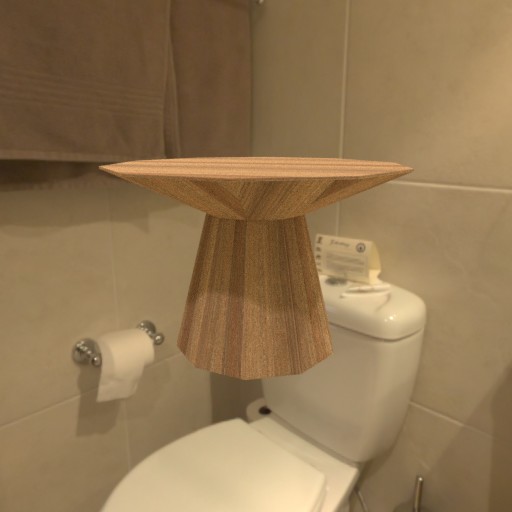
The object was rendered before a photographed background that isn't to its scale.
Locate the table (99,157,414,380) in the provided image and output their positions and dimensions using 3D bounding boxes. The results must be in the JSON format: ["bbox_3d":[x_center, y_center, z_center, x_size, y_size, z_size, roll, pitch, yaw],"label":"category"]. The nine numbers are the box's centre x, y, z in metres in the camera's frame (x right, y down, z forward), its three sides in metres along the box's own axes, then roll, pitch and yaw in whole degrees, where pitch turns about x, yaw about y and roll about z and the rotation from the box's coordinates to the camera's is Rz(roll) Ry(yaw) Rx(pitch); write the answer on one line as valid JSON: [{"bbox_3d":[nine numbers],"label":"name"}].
[{"bbox_3d":[0.000,0.000,1.852,1.186,0.752,1.186,0,15,0],"label":"table"}]
